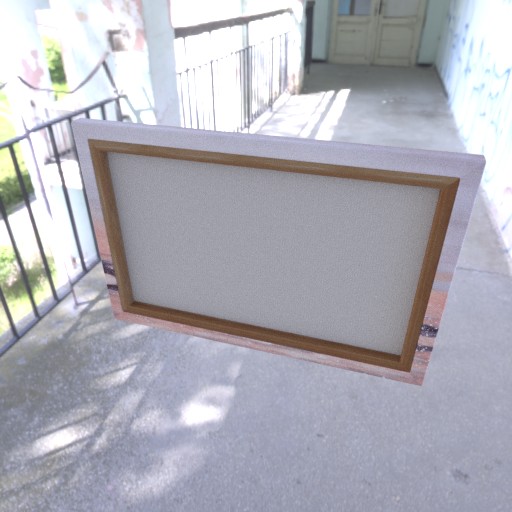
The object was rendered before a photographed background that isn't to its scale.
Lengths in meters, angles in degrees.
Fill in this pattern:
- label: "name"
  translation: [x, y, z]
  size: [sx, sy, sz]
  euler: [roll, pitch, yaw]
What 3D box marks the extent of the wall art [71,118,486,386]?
- label: "wall art"
  translation: [0.000, 0.000, 1.117]
  size: [0.913, 0.609, 0.038]
  euler: [9, 33, 15]
